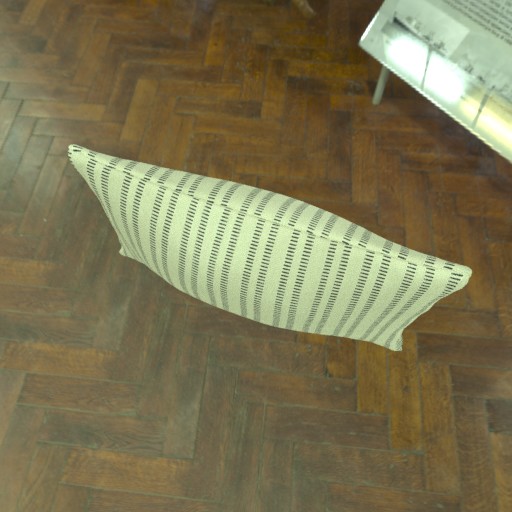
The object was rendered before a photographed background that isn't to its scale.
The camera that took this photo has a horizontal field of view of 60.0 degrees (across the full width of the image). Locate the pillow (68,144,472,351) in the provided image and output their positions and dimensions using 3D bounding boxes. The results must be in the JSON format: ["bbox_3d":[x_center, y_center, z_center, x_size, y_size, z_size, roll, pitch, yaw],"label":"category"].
[{"bbox_3d":[0.000,0.000,0.804,0.640,0.353,0.210,18,64,9],"label":"pillow"}]
